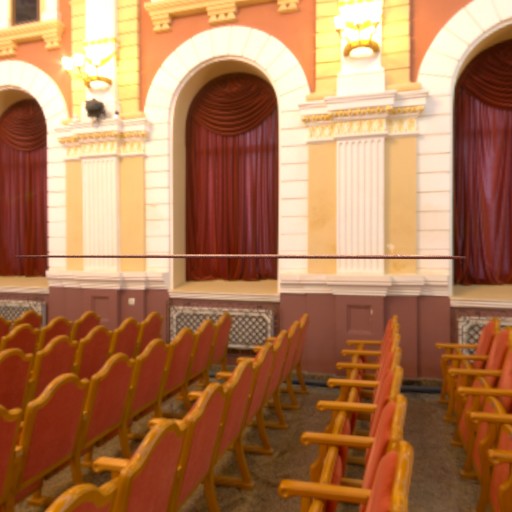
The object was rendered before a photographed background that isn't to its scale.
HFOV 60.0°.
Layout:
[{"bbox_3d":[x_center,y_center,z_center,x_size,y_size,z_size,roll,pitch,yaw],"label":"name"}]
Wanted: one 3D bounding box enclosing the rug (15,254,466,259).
[{"bbox_3d":[0.000,0.000,2.813,2.210,0.011,1.599,0,0,17],"label":"rug"}]
